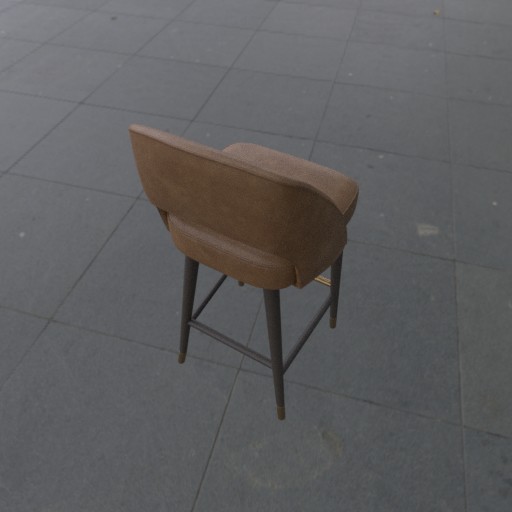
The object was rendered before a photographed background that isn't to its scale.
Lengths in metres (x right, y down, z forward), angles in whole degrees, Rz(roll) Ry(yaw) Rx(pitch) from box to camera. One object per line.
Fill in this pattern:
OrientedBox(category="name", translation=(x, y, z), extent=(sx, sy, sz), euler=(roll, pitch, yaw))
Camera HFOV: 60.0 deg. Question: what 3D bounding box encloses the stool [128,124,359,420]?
OrientedBox(category="stool", translation=(0.000, 0.000, 1.327), extent=(0.494, 1.037, 0.509), euler=(23, 51, 20))
